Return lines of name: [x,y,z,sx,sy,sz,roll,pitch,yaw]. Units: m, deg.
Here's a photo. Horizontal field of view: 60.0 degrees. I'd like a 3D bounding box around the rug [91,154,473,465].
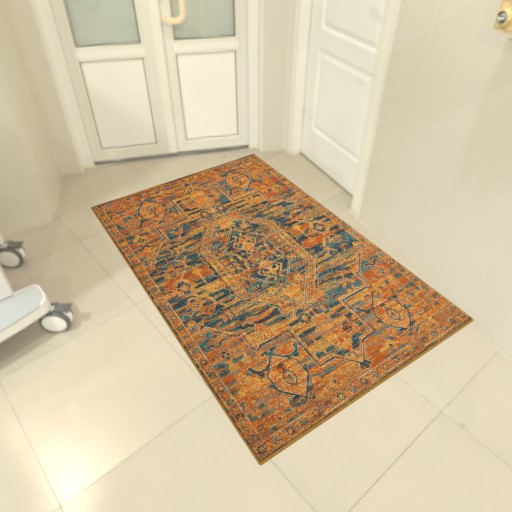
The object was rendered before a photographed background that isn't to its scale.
rug: [0.000,0.000,1.108,0.557,0.008,0.863,-24,47,-24]
